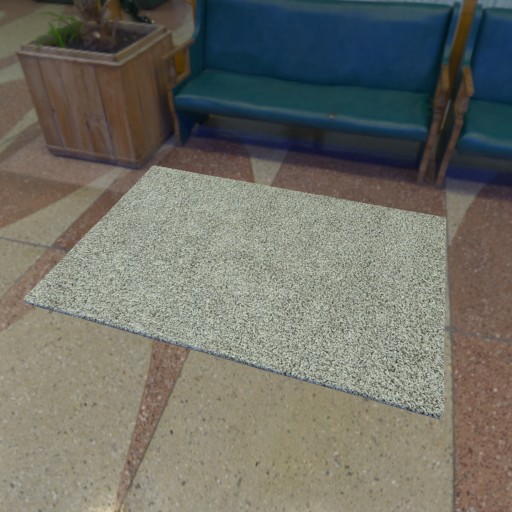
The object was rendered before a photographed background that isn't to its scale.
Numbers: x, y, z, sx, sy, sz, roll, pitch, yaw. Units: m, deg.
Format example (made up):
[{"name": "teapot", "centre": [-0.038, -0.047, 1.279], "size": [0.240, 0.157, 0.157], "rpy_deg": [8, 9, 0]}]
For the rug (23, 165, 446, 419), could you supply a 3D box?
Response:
[{"name": "rug", "centre": [0.000, 0.000, 2.186], "size": [1.778, 0.030, 1.219], "rpy_deg": [12, 43, 13]}]
